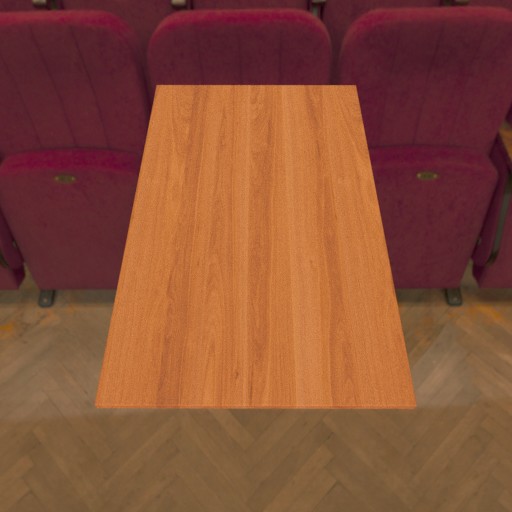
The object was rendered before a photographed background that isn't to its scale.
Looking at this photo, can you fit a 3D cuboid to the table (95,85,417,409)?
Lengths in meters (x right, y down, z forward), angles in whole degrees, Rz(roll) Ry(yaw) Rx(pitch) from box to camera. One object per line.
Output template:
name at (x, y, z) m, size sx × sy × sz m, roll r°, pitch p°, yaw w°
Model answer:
table at (0.000, 0.000, 1.473) m, size 0.700 × 0.510 × 1.100 m, roll 0°, pitch 57°, yaw 0°
